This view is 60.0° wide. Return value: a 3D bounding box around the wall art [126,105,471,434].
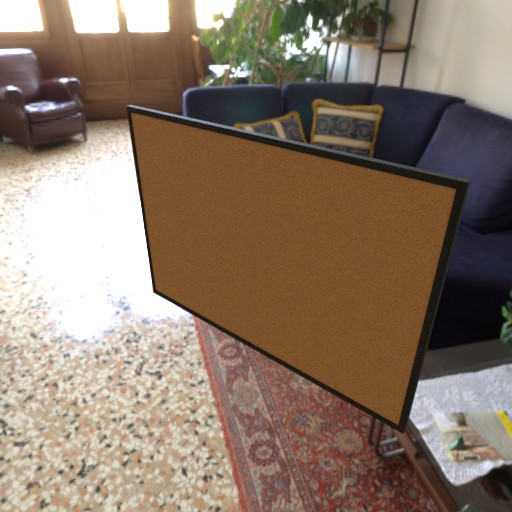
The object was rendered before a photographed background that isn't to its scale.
[{"bbox_3d":[0.000,0.000,0.832,0.664,0.458,0.013,23,37,33],"label":"wall art"}]
